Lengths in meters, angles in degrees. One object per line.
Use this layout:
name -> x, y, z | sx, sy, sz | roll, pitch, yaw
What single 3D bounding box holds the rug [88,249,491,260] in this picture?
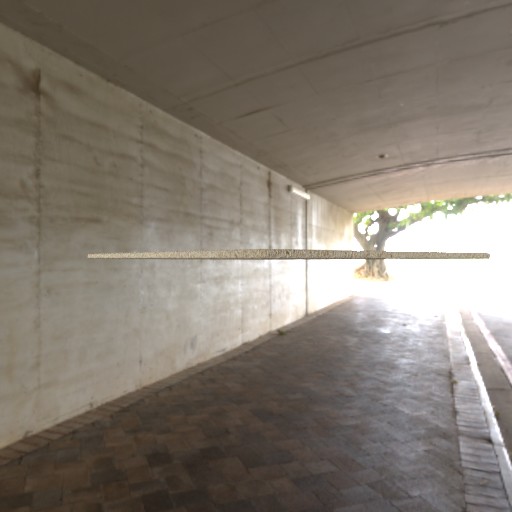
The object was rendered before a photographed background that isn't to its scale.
rug -> 0.000, 0.000, 2.269 | 1.219, 0.030, 1.778 | 0, 0, -35
